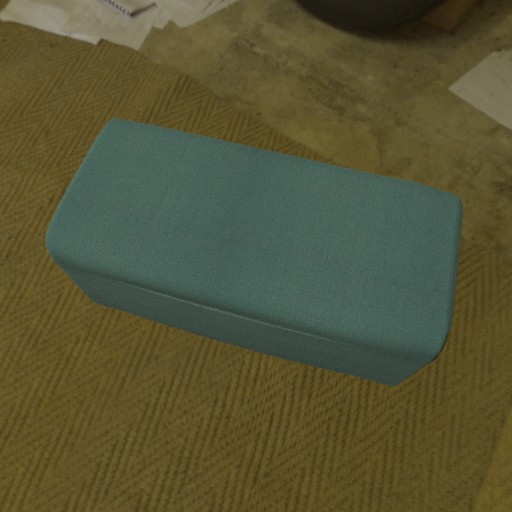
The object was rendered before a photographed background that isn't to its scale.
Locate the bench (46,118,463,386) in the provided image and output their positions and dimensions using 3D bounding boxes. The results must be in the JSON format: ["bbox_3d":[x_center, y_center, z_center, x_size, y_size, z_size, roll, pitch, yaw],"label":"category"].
[{"bbox_3d":[0.000,0.000,1.290,0.995,0.474,0.476,14,64,7],"label":"bench"}]
